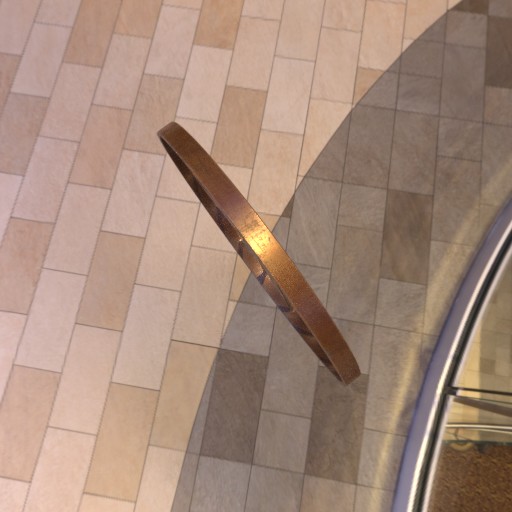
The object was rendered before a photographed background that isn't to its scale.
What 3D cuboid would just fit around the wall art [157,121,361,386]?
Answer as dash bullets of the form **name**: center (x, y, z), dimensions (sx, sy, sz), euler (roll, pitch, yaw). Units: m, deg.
- **wall art**: center (0.000, 0.000, 0.865), dimensions (0.084, 0.583, 0.582), euler (-36, 78, -8)
